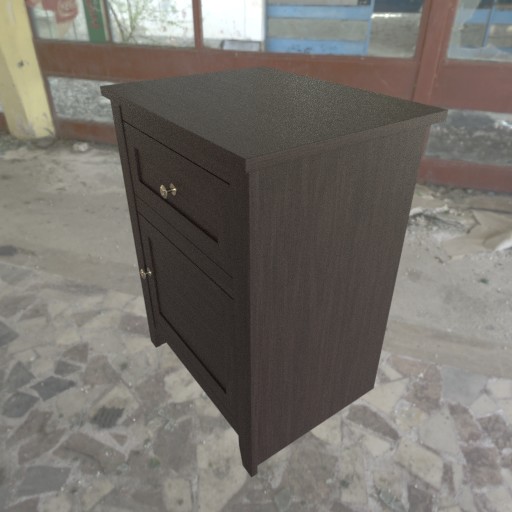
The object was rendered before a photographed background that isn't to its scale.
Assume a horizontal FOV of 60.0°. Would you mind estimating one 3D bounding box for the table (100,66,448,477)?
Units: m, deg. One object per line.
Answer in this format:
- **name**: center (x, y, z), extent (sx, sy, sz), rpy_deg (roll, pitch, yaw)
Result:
- **table**: center (0.000, 0.000, 0.918), extent (0.381, 0.635, 0.480), rpy_deg (-21, 38, -29)
